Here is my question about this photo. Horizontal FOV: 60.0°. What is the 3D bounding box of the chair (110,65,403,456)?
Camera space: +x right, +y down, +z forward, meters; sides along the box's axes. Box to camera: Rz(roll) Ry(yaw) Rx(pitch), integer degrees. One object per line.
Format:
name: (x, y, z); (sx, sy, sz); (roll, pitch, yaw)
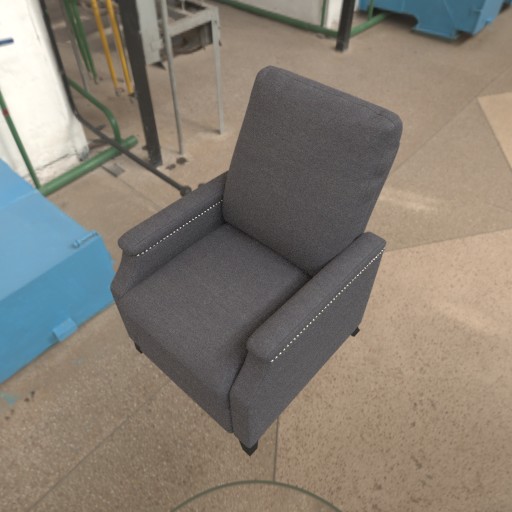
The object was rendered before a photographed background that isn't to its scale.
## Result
chair: (0.000, 0.000, 1.636); (0.710, 1.049, 0.922); (33, 56, 27)
